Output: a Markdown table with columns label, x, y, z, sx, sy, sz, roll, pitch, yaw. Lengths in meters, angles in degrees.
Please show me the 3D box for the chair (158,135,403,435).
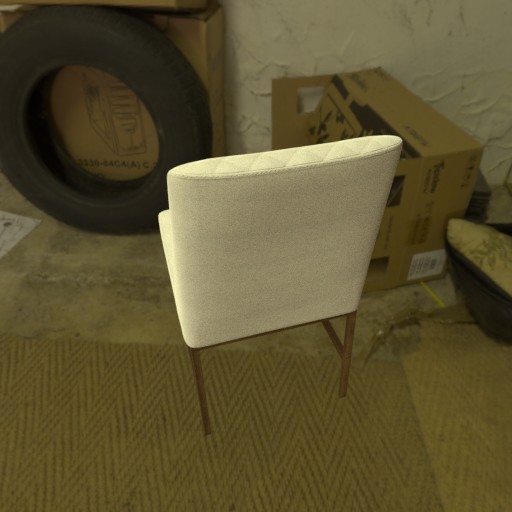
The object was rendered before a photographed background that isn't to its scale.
| label | x | y | z | sx | sy | sz | roll | pitch | yaw |
| --- | --- | --- | --- | --- | --- | --- | --- | --- | --- |
| chair | 0.000 | 0.000 | 1.291 | 0.503 | 0.933 | 0.597 | -11 | 42 | -13 |
